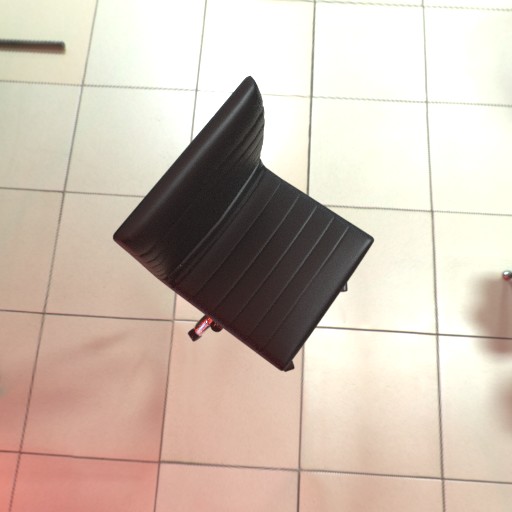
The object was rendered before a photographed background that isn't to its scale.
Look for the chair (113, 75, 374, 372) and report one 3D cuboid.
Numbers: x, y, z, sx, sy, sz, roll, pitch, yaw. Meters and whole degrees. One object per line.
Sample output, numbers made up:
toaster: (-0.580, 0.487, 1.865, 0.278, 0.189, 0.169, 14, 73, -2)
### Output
chair: (0.000, 0.000, 1.125, 0.530, 0.780, 0.556, 35, 79, 8)
